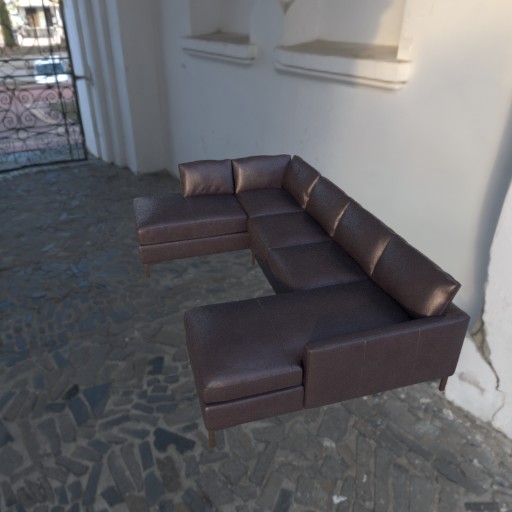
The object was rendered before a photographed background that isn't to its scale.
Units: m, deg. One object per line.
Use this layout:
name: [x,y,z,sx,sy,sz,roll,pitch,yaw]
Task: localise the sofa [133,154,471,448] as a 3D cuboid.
sofa: [0.000,0.000,3.831,1.939,0.900,2.956,-8,30,-14]
